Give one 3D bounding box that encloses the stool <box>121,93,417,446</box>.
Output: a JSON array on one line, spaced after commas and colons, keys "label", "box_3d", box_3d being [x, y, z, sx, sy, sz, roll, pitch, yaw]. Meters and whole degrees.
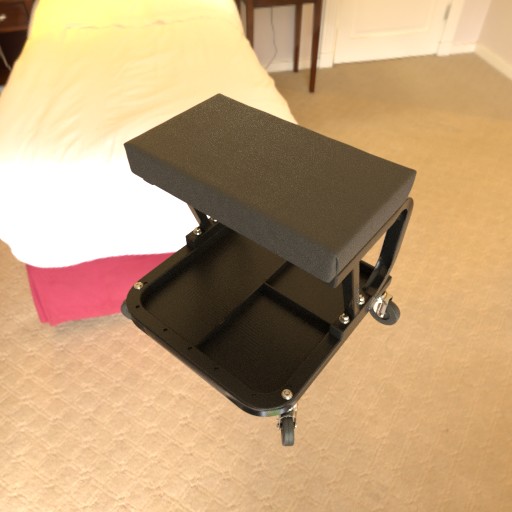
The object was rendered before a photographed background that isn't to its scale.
[{"label": "stool", "box_3d": [0.000, 0.000, 0.752, 0.446, 0.380, 0.371, 30, 53, 26]}]
